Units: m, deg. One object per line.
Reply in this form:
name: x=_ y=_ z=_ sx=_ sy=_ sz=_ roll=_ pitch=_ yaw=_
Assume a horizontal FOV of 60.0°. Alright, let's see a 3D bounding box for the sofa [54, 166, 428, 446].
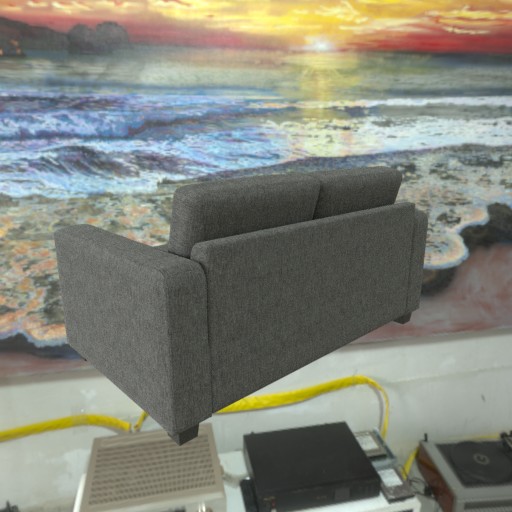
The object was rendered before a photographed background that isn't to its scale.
sofa: x=0.000 y=0.000 z=2.037 sx=1.520 sy=0.800 sz=0.900 roll=-14 pitch=21 yaw=-41
